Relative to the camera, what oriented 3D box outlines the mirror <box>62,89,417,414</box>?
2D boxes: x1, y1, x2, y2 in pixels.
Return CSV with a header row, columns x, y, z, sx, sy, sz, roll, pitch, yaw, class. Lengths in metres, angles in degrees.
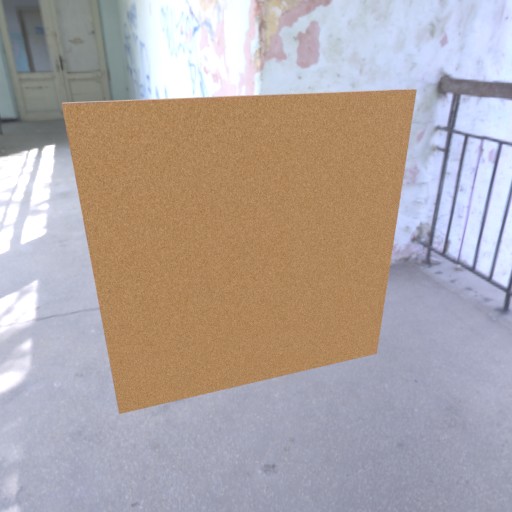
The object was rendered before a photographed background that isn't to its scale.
x,y,z,sx,sy,sz,roll,pitch,yaw,class
0.000,0.000,1.167,0.804,0.804,0.061,-8,28,-17,mirror
